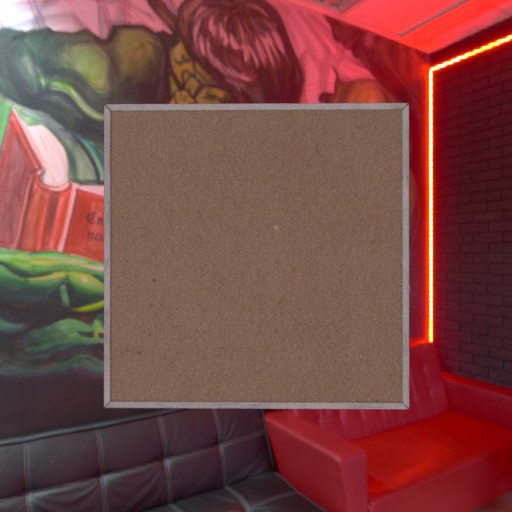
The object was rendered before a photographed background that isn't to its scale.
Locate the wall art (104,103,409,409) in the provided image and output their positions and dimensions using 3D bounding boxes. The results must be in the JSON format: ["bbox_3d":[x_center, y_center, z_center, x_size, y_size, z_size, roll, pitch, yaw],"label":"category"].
[{"bbox_3d":[0.000,0.000,1.125,0.762,0.762,0.038,0,0,1],"label":"wall art"}]
